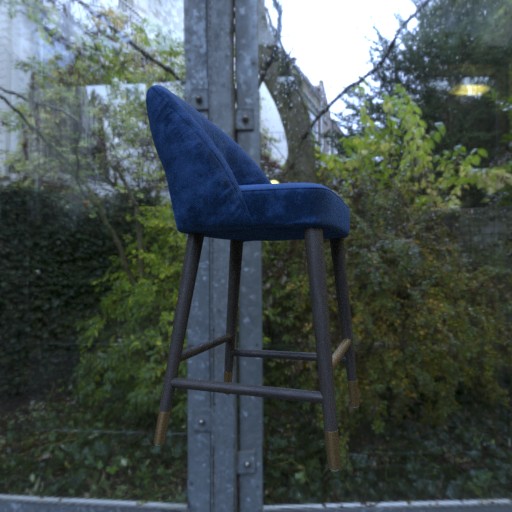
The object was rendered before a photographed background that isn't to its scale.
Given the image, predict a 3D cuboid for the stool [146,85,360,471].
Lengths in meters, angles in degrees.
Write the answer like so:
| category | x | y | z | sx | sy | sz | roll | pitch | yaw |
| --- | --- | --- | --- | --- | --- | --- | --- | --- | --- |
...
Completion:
| category | x | y | z | sx | sy | sz | roll | pitch | yaw |
| --- | --- | --- | --- | --- | --- | --- | --- | --- | --- |
| stool | 0.000 | 0.000 | 1.243 | 0.524 | 0.925 | 0.536 | 0 | -1 | 18 |
